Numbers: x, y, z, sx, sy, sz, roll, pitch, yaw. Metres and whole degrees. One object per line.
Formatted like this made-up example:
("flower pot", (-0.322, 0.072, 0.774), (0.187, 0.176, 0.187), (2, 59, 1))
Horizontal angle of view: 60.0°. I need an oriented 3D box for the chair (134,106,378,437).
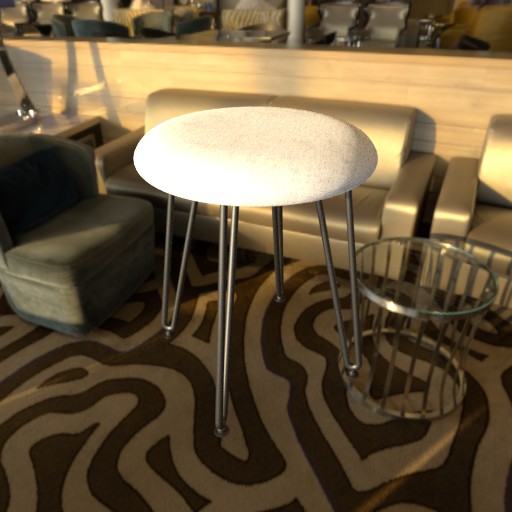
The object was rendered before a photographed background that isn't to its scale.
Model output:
("chair", (0.000, 0.000, 0.657), (0.350, 0.386, 0.350), (9, 32, 15))
